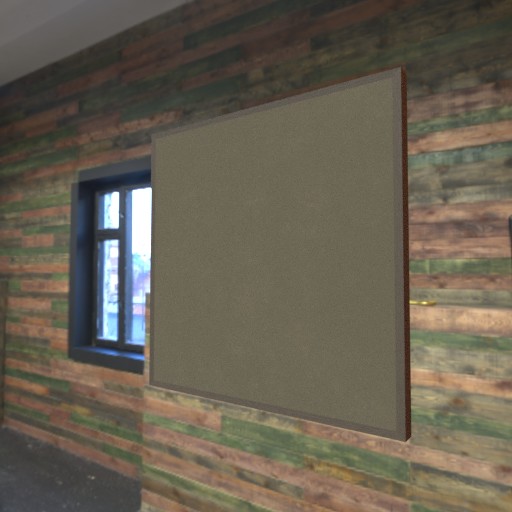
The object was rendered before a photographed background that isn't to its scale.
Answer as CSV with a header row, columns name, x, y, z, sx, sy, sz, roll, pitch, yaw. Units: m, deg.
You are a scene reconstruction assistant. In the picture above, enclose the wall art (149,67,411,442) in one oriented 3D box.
name,x,y,z,sx,sy,sz,roll,pitch,yaw
wall art,0.000,0.000,1.133,0.761,0.758,0.038,-2,-3,36
